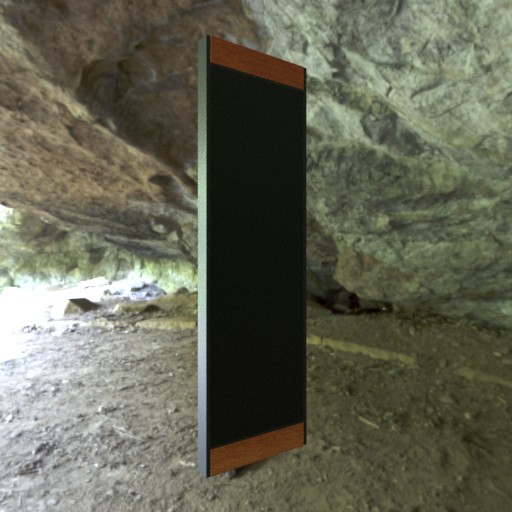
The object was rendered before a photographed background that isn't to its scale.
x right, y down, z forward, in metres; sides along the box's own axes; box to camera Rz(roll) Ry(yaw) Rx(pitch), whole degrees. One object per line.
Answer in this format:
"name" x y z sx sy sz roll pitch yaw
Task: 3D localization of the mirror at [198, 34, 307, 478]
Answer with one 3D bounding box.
"mirror" 0.000 0.000 1.239 0.343 1.123 0.047 0 0 -36
